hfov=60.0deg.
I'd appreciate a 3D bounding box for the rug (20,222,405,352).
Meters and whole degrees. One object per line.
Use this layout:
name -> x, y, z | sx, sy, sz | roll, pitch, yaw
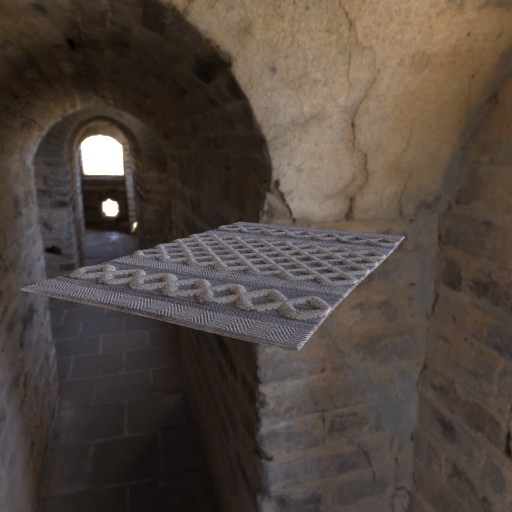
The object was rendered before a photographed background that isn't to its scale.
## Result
rug -> 0.000, 0.000, 2.313 | 1.222, 0.030, 1.823 | 7, 16, 26
